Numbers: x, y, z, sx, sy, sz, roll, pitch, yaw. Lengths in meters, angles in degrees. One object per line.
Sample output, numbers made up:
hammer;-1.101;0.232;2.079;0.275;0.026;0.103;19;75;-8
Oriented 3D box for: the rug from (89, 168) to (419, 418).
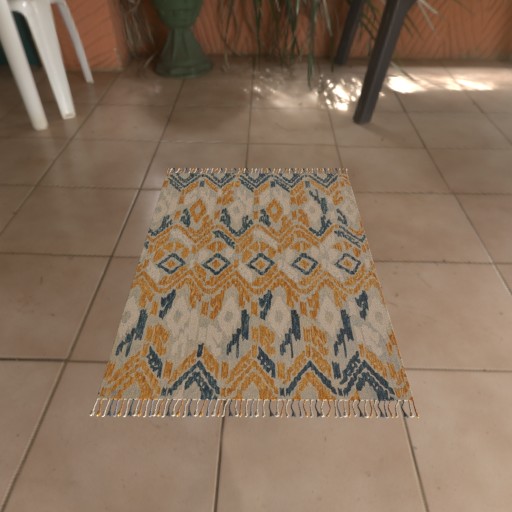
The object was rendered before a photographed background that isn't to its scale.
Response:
rug;0.000;0.000;2.329;1.230;0.008;1.827;0;41;0
